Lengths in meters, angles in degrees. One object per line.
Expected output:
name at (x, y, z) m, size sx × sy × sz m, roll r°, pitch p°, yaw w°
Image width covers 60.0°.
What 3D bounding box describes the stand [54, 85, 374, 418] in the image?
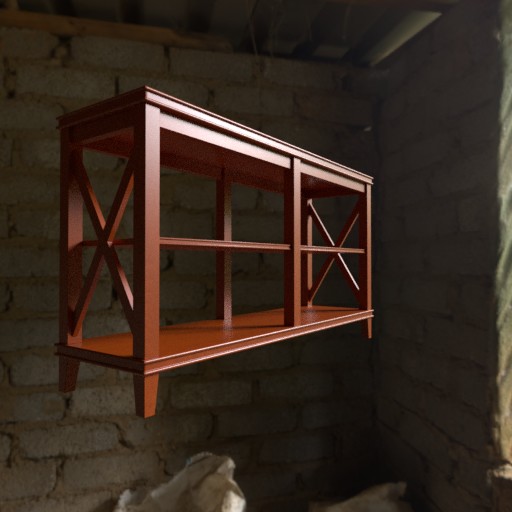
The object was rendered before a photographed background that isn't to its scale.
stand at (0.000, 0.000, 1.671) m, size 0.381 × 0.762 × 1.372 m, roll -1°, pitch -1°, yaw 36°
